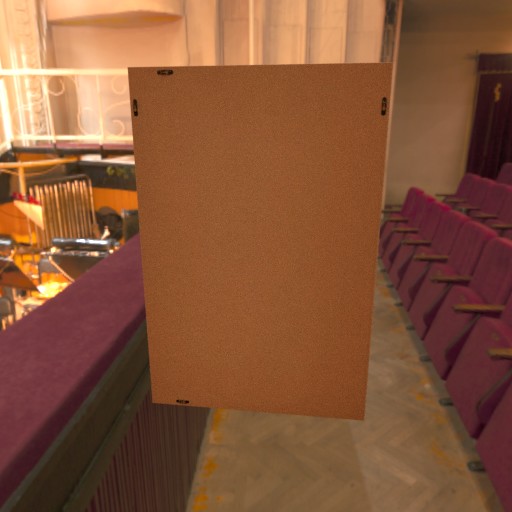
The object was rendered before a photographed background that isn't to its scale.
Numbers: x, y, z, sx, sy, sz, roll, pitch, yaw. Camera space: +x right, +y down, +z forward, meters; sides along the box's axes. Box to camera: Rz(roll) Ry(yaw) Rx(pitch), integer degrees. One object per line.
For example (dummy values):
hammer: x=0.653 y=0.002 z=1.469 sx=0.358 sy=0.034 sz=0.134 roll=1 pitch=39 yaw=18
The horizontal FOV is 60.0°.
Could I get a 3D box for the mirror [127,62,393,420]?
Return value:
mirror: x=0.000 y=0.000 z=1.151 sx=0.609 sy=0.915 sz=0.041 roll=2 pitch=16 yaw=8
